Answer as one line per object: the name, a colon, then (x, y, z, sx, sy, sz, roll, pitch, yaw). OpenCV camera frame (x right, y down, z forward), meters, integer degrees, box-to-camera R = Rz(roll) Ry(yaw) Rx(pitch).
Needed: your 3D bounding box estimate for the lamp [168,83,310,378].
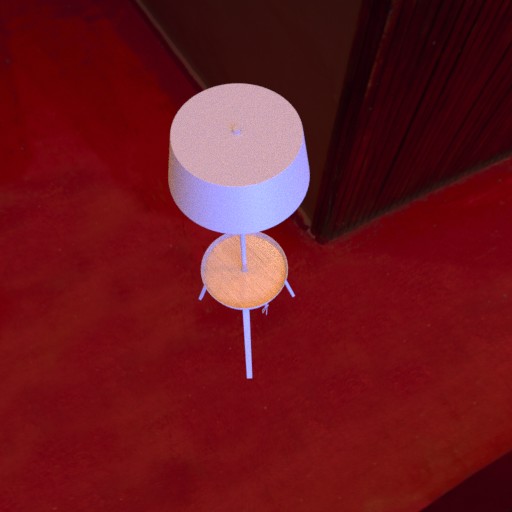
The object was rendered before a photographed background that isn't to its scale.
lamp: (0.000, 0.000, 1.652, 0.468, 1.429, 0.508, -30, 68, -14)
